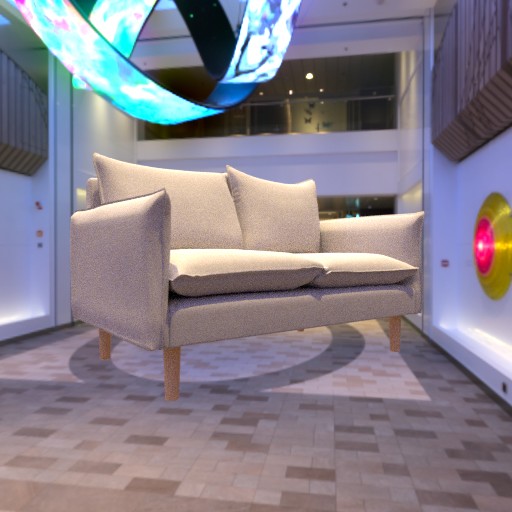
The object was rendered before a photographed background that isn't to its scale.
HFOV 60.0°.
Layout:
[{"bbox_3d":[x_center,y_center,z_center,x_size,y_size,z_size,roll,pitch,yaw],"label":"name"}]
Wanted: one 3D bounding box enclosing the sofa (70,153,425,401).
[{"bbox_3d":[0.000,0.000,1.865,1.300,0.840,0.820,0,1,-37],"label":"sofa"}]
